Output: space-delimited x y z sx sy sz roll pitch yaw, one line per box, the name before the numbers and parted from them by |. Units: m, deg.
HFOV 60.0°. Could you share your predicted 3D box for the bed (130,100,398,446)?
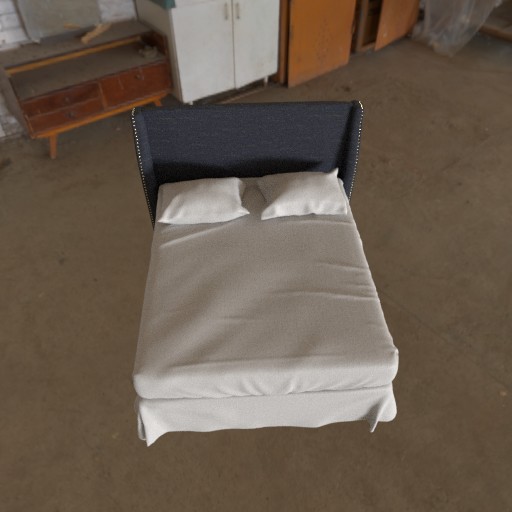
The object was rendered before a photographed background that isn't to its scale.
bed | 0.000 0.000 3.369 1.925 1.332 2.276 -3 47 -2
